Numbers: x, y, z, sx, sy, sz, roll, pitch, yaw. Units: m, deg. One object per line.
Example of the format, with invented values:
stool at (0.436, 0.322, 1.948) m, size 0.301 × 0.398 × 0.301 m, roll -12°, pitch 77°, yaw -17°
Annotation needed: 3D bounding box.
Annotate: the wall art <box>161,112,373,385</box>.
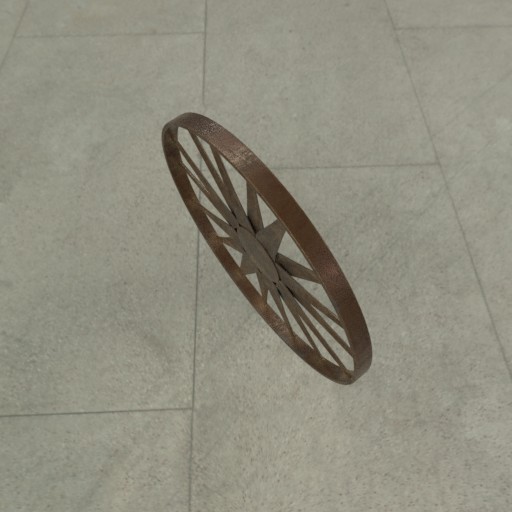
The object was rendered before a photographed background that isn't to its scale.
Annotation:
wall art at (0.000, 0.000, 0.858) m, size 0.084 × 0.583 × 0.582 m, roll -33°, pitch 65°, yaw -18°
